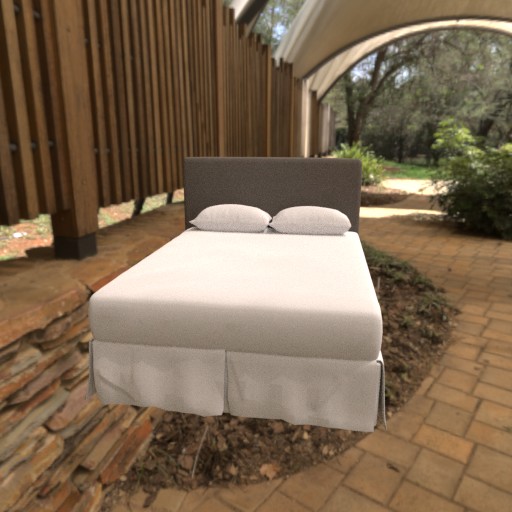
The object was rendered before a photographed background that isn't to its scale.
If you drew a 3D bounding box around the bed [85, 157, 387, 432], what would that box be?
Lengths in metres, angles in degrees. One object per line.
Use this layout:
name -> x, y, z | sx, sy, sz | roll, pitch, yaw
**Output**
bed -> 0.000, 0.000, 3.271 | 1.723, 1.330, 2.142 | 2, 15, 9
